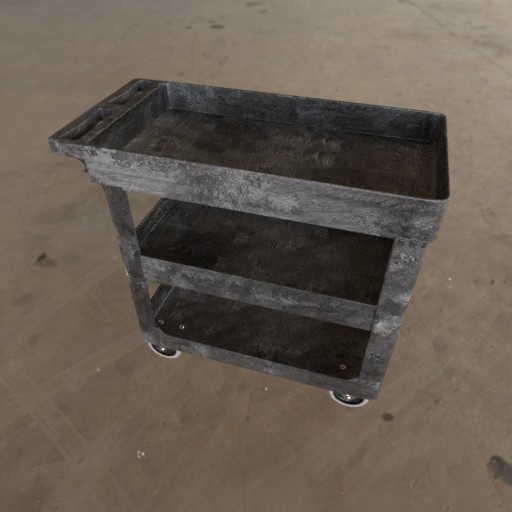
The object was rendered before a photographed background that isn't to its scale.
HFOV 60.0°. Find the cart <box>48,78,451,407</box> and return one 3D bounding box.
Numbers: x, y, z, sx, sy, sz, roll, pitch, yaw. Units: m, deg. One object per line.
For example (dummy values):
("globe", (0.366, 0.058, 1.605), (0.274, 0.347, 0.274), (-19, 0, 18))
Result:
("cart", (0.000, 0.000, 1.326), (0.877, 0.824, 0.420), (11, 42, 13))
